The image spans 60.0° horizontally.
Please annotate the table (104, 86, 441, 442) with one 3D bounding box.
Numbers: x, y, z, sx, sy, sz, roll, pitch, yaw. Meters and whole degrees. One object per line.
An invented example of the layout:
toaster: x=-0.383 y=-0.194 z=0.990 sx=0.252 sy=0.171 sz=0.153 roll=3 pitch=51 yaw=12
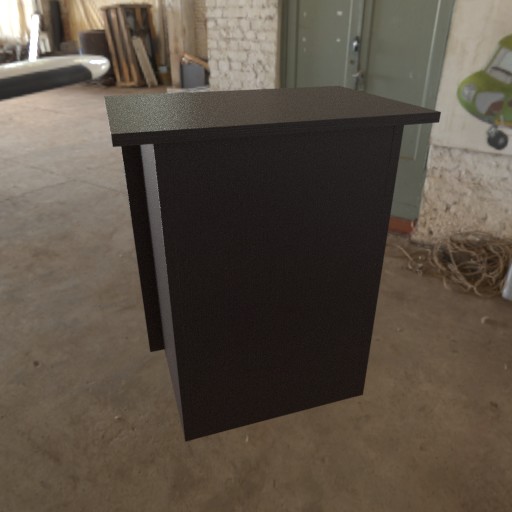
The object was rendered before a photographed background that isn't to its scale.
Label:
table: x=0.000 y=0.000 z=1.078 sx=0.589 sy=0.711 sz=0.408 roll=-9 pitch=29 yaw=-16
